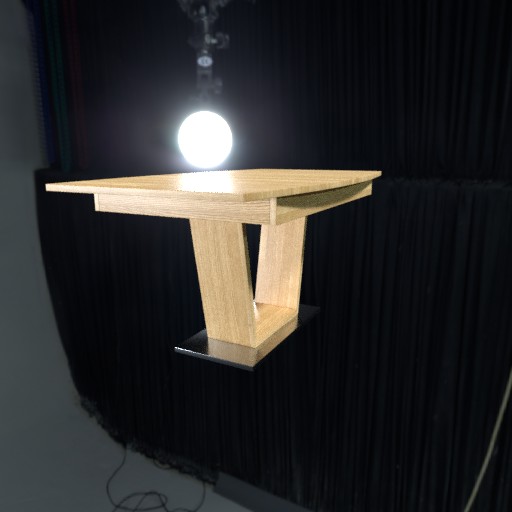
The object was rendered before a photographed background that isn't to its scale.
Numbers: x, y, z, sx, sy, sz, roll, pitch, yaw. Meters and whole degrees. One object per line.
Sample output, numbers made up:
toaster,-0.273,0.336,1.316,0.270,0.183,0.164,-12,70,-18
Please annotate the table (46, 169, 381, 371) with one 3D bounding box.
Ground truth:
table,0.000,0.000,2.103,0.900,0.748,1.598,7,15,27
